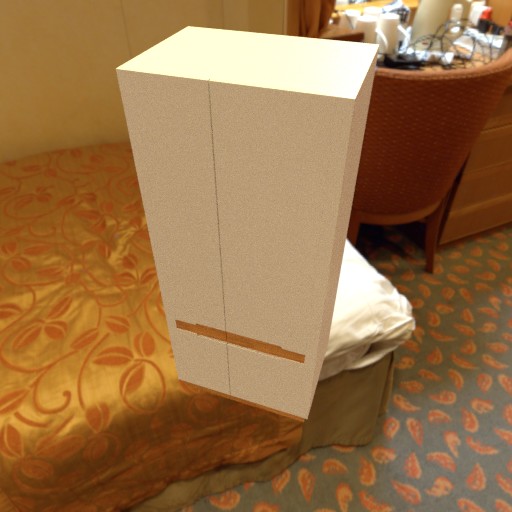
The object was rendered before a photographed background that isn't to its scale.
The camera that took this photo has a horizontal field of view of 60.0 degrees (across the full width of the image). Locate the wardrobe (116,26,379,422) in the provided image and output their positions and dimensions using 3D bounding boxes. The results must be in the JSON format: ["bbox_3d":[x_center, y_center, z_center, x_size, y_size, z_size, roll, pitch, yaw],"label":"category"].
[{"bbox_3d":[0.000,0.000,2.373,0.860,2.040,0.600,13,43,14],"label":"wardrobe"}]
